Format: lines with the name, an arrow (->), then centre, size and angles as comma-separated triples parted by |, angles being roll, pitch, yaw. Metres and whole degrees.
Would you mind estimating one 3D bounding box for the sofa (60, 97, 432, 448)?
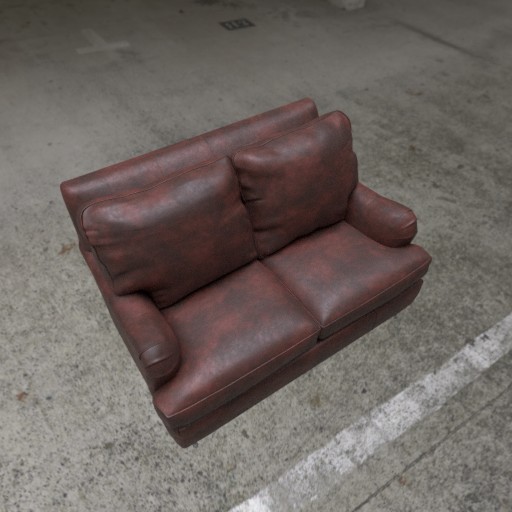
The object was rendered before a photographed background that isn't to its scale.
sofa -> 0.000, 0.000, 2.393 | 1.628, 1.070, 1.148 | -26, 52, -22
